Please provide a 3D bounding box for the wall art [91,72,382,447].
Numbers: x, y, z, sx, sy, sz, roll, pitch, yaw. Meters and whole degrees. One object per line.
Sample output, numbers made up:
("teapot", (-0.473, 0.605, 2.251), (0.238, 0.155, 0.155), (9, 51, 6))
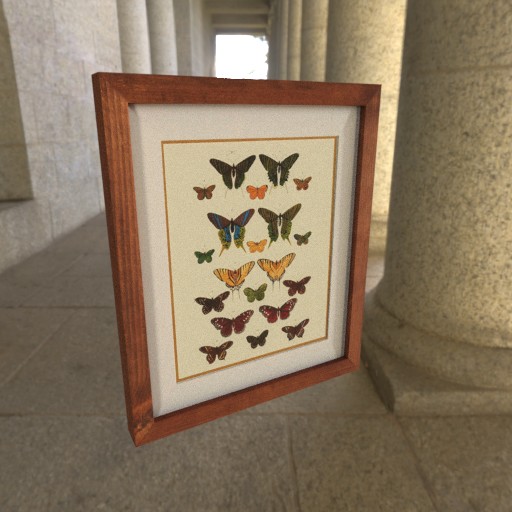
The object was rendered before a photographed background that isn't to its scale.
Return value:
("wall art", (0.000, 0.000, 0.608), (0.377, 0.449, 0.039), (-10, 20, -28))
